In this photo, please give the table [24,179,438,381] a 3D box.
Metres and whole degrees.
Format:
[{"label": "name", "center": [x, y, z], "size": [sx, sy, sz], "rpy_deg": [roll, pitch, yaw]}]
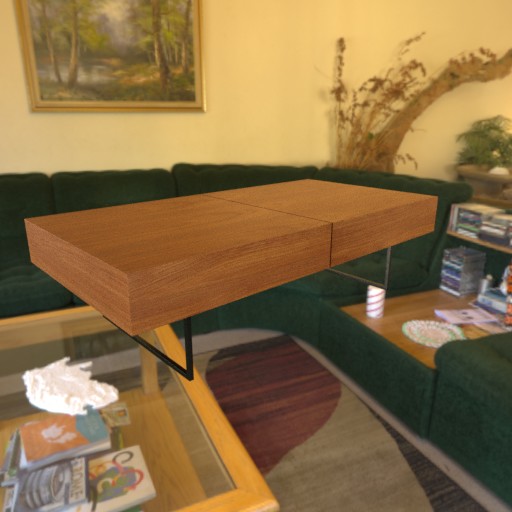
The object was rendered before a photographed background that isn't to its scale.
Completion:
[{"label": "table", "center": [0.000, 0.000, 1.455], "size": [1.194, 0.330, 0.610], "rpy_deg": [-15, 23, -40]}]
